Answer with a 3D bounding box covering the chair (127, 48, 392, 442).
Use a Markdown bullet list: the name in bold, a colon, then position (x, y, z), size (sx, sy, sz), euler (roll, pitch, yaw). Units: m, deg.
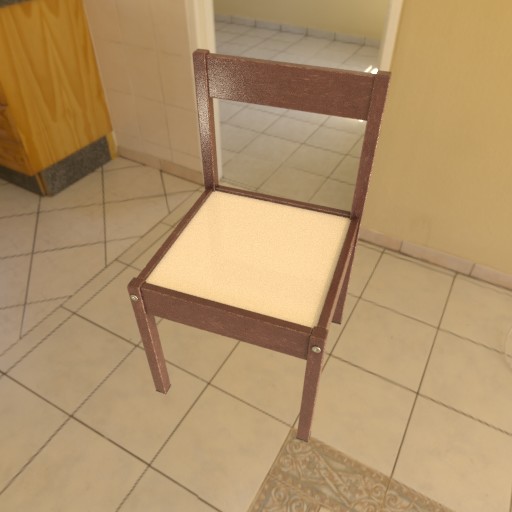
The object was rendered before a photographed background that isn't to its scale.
- **chair**: position (0.000, 0.000, 0.694), size (0.285, 0.505, 0.285), euler (13, 44, 14)
